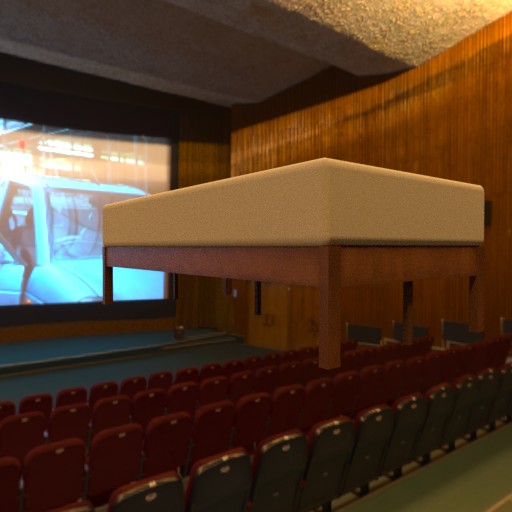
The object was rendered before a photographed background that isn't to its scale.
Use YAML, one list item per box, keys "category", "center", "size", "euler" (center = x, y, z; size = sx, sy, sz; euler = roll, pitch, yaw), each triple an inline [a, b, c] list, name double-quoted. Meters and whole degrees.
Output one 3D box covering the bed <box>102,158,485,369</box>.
- category: "bed"
  center: [0.000, 0.000, 2.315]
  size: [0.961, 0.616, 1.902]
  euler: [-1, 1, -38]
